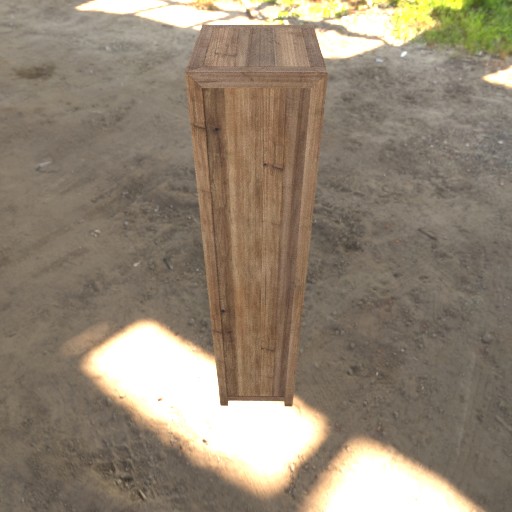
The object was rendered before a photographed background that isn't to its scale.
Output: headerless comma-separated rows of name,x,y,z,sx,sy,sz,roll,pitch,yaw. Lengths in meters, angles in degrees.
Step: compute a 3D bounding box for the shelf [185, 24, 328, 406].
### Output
shelf,0.000,0.000,2.121,0.428,1.900,0.500,0,42,0
